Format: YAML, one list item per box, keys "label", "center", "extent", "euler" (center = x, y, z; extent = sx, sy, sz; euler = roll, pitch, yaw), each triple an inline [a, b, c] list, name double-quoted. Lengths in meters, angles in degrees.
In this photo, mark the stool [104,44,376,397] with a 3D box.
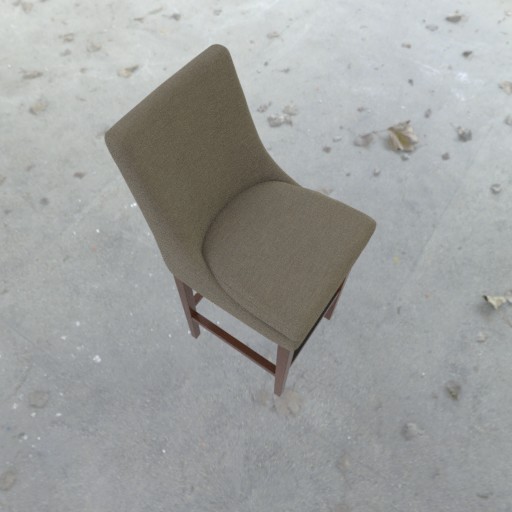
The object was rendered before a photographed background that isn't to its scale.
- label: "stool"
  center: [0.000, 0.000, 1.425]
  extent: [0.577, 1.078, 0.470]
  euler: [31, 64, 17]
